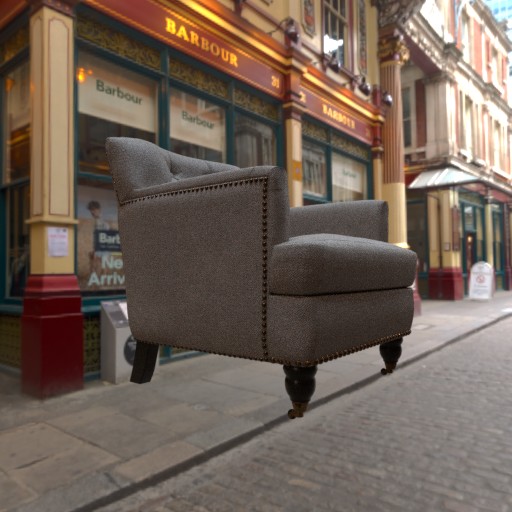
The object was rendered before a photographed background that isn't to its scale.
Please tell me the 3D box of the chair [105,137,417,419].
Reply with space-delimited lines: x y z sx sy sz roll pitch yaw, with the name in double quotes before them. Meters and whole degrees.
"chair" 0.000 0.000 1.525 0.902 0.823 0.737 -1 -2 38
